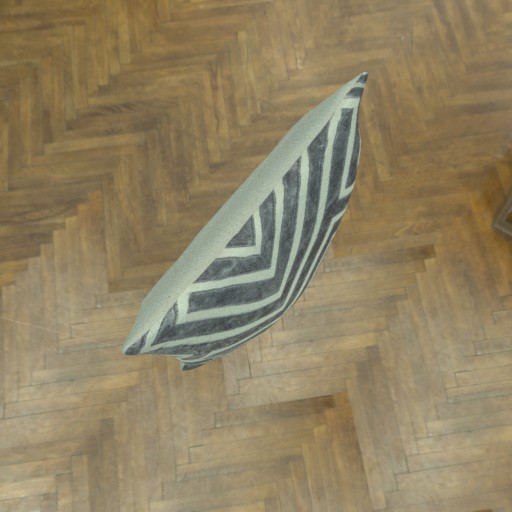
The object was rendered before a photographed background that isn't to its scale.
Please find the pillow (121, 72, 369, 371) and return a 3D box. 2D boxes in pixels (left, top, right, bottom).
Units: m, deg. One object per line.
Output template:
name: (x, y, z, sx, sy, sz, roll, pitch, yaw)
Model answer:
pillow: (0.000, 0.000, 0.692, 0.182, 0.441, 0.440, 38, 78, 10)
